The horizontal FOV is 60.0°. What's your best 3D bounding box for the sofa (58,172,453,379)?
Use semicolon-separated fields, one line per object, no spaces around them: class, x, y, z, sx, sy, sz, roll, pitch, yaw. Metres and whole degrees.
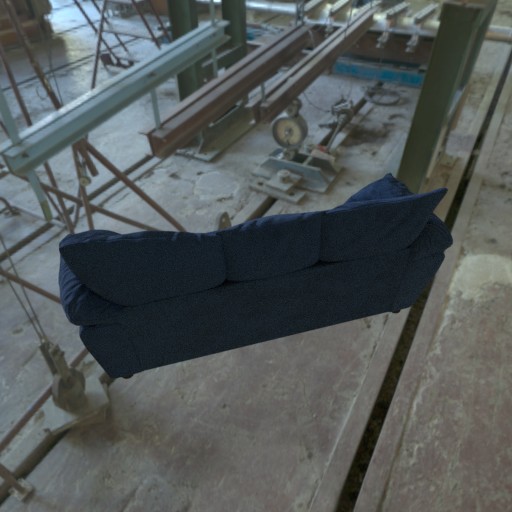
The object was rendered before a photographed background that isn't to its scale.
sofa;0.000;0.000;2.897;2.390;1.091;0.907;-11;43;-12
